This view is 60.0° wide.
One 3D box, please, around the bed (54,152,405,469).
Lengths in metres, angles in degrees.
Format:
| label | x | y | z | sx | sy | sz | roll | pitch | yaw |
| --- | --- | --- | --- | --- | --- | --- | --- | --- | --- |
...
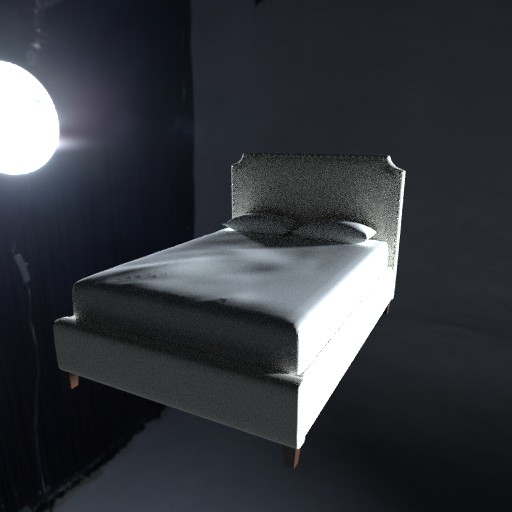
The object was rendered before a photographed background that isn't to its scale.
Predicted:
| label | x | y | z | sx | sy | sz | roll | pitch | yaw |
| --- | --- | --- | --- | --- | --- | --- | --- | --- | --- |
| bed | 0.000 | 0.000 | 3.362 | 1.712 | 1.443 | 2.365 | 8 | 17 | 26 |
